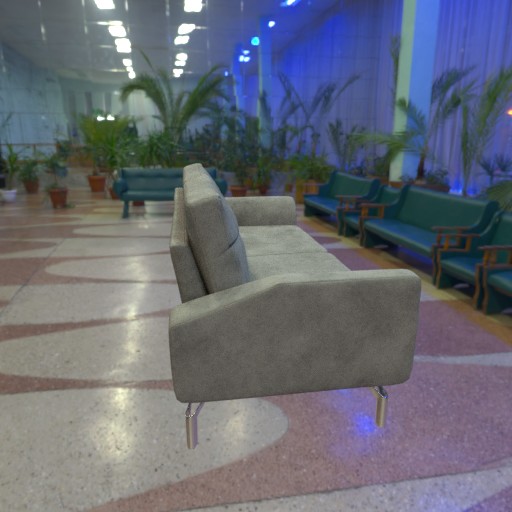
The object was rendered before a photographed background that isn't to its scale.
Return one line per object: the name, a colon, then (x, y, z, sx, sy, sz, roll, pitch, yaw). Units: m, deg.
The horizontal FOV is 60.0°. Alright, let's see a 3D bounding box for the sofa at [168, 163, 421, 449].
sofa: (0.000, 0.000, 2.309, 0.849, 0.859, 1.837, -3, 16, -9)
